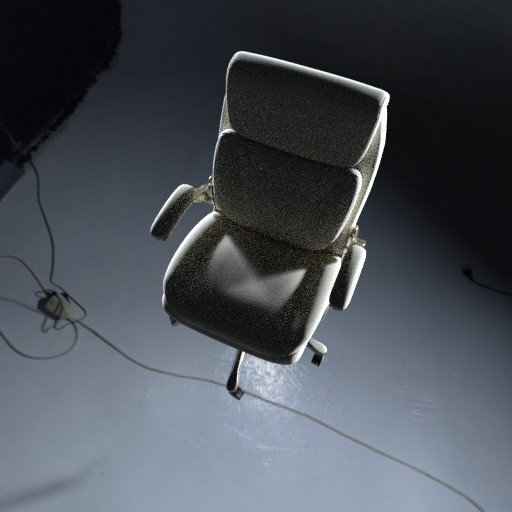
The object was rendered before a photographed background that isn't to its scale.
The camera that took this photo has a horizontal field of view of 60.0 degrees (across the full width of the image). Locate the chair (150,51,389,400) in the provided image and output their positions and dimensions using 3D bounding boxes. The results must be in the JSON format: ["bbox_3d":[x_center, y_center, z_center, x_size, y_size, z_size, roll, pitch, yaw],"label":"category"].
[{"bbox_3d":[0.000,0.000,1.634,0.740,1.110,0.794,18,61,10],"label":"chair"}]
